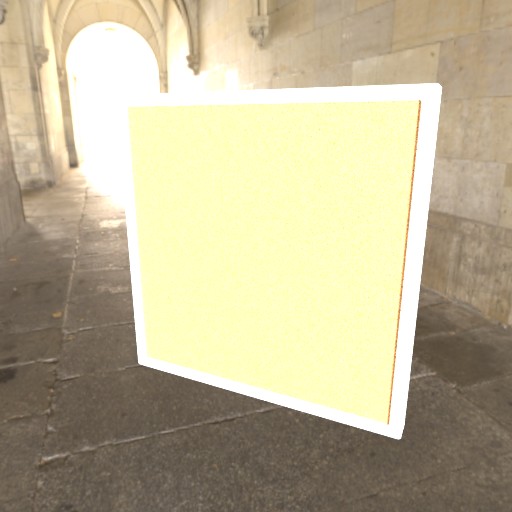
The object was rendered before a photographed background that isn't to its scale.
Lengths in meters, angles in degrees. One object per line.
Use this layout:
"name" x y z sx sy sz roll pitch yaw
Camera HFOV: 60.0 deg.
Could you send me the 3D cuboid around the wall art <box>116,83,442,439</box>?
"wall art" 0.000 0.000 0.726 0.508 0.508 0.038 8 18 25
